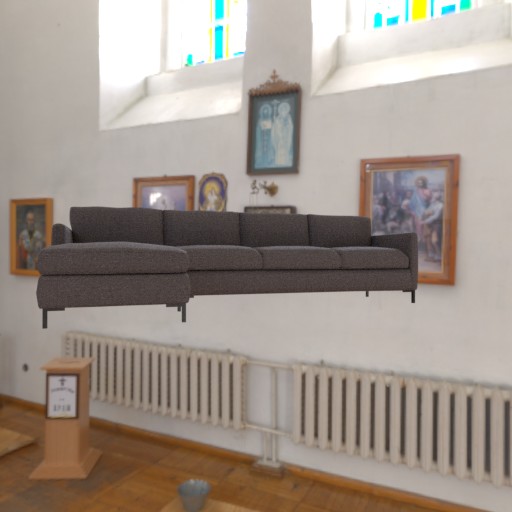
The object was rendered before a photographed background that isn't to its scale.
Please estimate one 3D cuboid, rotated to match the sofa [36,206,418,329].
[{"bbox_3d":[0.000,0.000,3.210,2.731,0.754,1.258,0,-1,-19],"label":"sofa"}]
